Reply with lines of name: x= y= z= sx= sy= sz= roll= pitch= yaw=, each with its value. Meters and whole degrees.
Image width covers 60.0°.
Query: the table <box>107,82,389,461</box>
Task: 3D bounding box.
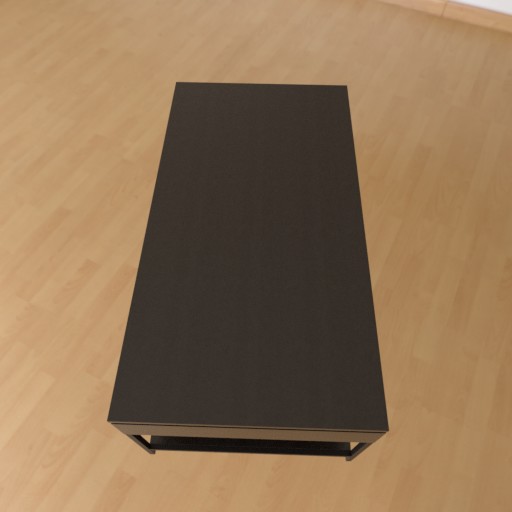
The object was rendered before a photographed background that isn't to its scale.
table: x=0.000 y=0.000 z=1.376 sx=0.574 sy=0.435 sz=1.095 roll=2 pitch=58 yaw=1
